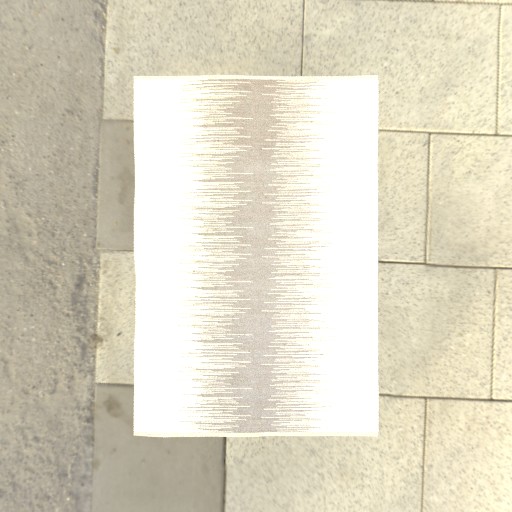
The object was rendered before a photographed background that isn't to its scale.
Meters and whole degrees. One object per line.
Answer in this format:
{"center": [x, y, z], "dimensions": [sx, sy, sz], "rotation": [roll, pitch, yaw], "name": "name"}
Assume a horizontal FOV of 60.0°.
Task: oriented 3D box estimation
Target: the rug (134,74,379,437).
{"center": [0.000, 0.000, 2.218], "dimensions": [1.226, 0.007, 1.815], "rotation": [0, 90, 1], "name": "rug"}
